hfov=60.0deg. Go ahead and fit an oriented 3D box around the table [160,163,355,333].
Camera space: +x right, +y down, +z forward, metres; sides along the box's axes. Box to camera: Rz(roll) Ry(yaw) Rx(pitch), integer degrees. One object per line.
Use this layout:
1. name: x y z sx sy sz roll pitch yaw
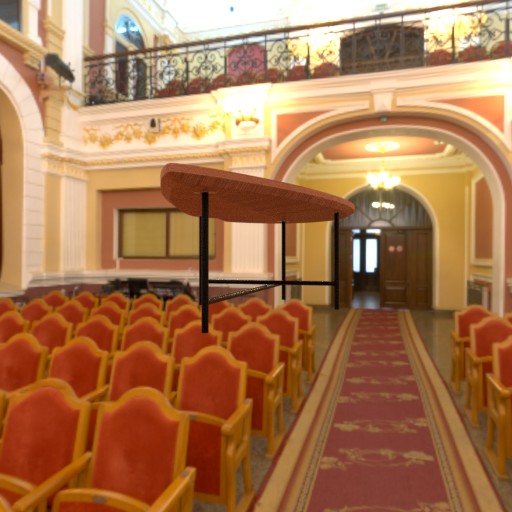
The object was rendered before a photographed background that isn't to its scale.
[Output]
1. table: 0.000 0.000 1.442 0.598 0.360 1.199 0 0 16
